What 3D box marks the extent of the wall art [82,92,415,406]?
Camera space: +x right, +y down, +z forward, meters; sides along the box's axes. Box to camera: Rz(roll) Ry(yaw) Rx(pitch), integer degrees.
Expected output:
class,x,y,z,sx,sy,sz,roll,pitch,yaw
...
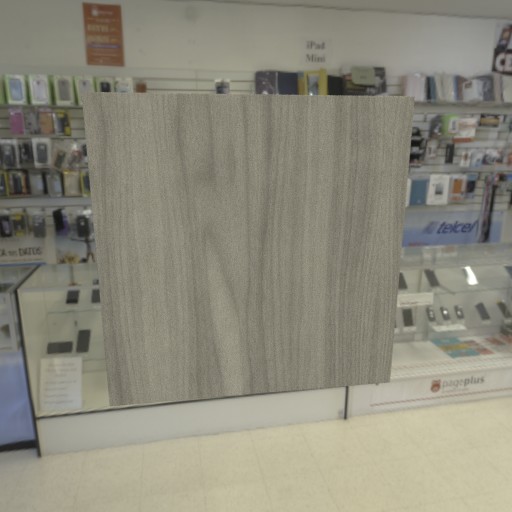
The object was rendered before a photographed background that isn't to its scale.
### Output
class,x,y,z,sx,sy,sz,roll,pitch,yaw
wall art,0.000,0.000,0.739,0.508,0.507,0.016,-2,15,-9
